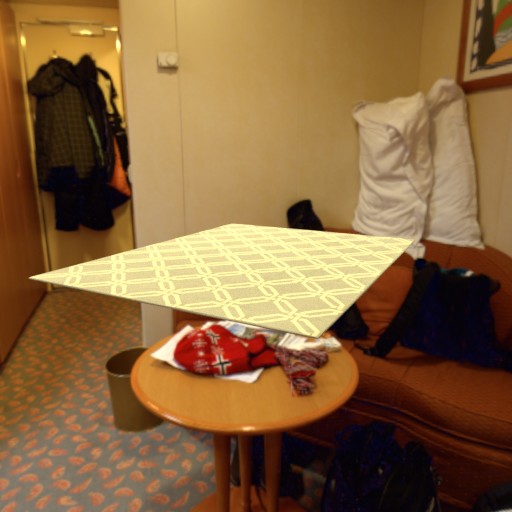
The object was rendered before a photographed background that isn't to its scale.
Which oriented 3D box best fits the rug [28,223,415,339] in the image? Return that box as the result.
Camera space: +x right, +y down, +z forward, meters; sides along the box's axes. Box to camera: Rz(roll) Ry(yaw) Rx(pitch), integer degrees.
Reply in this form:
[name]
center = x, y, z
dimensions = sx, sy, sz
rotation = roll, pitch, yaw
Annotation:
[rug]
center = 0.000, 0.000, 4.006
dimensions = 2.288, 0.018, 2.895
rotation = 7, 15, 28
